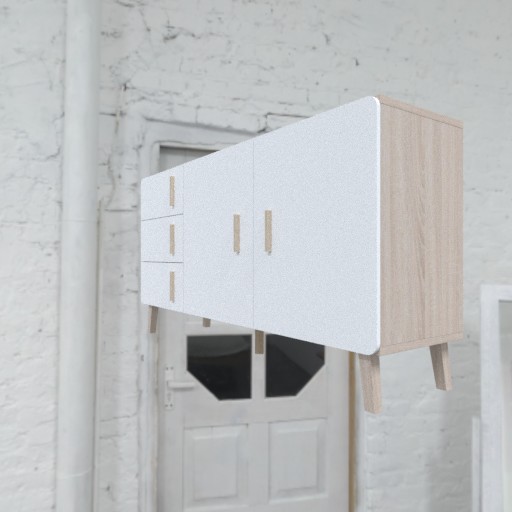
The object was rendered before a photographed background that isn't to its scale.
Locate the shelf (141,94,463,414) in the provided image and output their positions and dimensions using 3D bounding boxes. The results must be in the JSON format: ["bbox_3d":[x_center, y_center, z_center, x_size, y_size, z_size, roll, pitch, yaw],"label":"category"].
[{"bbox_3d":[0.000,0.000,1.768,0.400,0.780,1.490,0,0,-36],"label":"shelf"}]
